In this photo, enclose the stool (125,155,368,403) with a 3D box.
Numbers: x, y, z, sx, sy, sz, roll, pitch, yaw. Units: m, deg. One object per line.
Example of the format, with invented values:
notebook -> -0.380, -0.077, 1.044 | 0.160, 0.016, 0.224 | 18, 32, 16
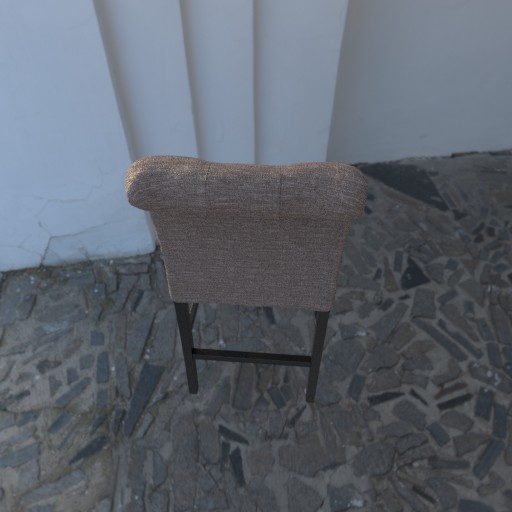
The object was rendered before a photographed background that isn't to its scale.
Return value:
stool -> 0.000, 0.000, 1.325 | 0.457, 0.970, 0.611 | 3, 46, 3
